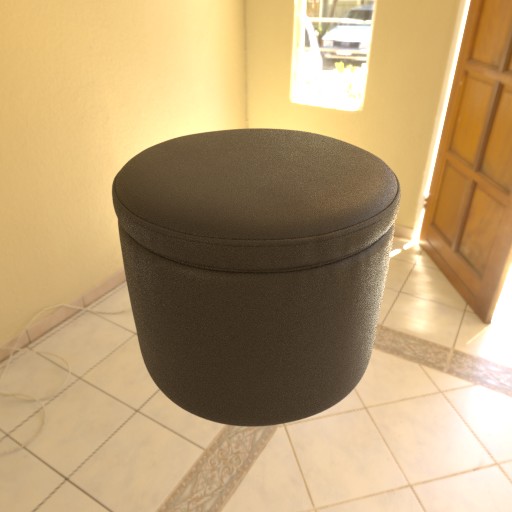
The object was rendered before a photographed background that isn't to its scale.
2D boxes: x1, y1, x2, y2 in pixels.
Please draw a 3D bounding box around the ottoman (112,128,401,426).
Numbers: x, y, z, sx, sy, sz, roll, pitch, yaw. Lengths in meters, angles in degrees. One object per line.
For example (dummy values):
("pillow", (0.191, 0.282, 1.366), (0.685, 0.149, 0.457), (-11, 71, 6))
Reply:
("ottoman", (0.000, 0.000, 0.874), (0.500, 0.409, 0.500), (0, 31, 0))
